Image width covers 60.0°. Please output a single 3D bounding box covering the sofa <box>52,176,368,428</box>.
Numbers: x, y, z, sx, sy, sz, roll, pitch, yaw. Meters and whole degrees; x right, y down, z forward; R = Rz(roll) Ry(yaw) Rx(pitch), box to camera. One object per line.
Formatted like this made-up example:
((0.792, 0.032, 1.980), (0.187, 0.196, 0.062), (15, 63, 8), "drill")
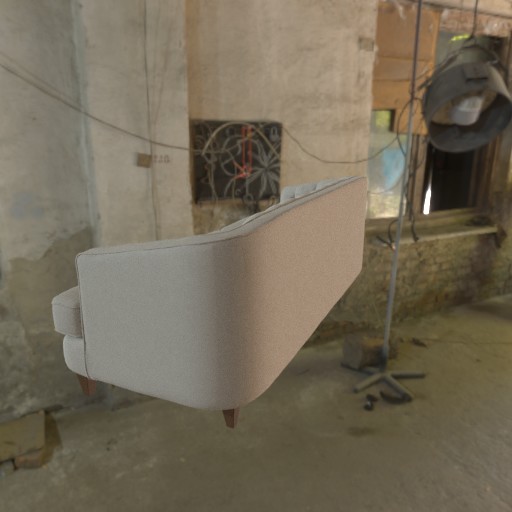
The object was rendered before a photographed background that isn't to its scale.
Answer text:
((0.000, 0.000, 2.695), (0.941, 0.855, 2.278), (8, 18, 24), "sofa")
